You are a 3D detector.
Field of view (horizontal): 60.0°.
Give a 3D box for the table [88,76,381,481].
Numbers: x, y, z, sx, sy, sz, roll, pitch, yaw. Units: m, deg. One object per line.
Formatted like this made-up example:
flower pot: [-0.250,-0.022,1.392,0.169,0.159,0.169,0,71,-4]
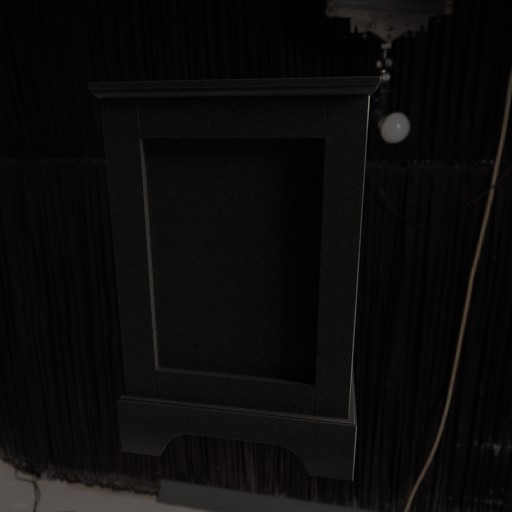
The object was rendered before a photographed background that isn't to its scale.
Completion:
table: [0.000,0.000,0.886,0.399,0.610,0.460,3,16,10]
